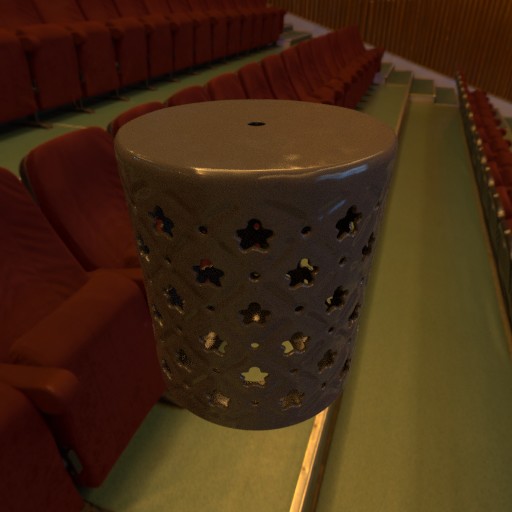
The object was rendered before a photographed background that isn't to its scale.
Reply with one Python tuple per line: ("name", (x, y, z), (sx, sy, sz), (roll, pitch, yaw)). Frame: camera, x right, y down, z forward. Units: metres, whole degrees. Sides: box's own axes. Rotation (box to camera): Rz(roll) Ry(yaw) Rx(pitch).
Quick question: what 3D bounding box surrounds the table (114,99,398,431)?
("table", (0.000, 0.000, 0.656), (0.352, 0.387, 0.352), (0, 30, 0))
